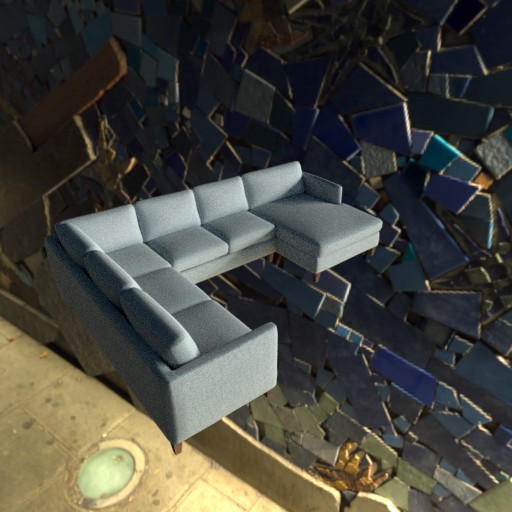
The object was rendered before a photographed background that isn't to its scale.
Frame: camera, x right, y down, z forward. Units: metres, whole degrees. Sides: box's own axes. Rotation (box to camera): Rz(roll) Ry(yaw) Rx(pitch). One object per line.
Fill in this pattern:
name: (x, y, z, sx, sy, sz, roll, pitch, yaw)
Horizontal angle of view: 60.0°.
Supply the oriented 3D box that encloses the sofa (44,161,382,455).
sofa: (0.000, 0.000, 4.539, 3.403, 0.889, 2.551, -21, 36, -33)
